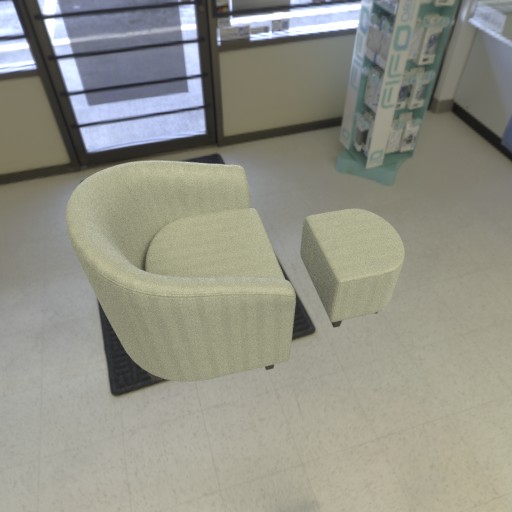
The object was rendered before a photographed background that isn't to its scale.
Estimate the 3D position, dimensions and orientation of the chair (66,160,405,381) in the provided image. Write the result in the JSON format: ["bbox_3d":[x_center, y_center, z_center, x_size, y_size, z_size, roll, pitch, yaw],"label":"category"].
[{"bbox_3d":[0.000,0.000,1.816,1.288,0.757,0.756,-11,47,-10],"label":"chair"}]
